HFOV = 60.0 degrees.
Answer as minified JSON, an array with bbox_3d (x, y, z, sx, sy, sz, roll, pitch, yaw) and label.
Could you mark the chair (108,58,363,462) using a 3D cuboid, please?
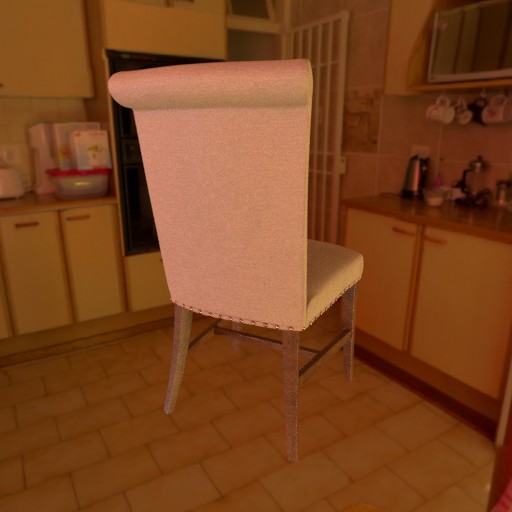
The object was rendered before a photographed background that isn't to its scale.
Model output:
[{"bbox_3d":[0.000,0.000,1.305,0.513,0.988,0.608,9,19,27],"label":"chair"}]
